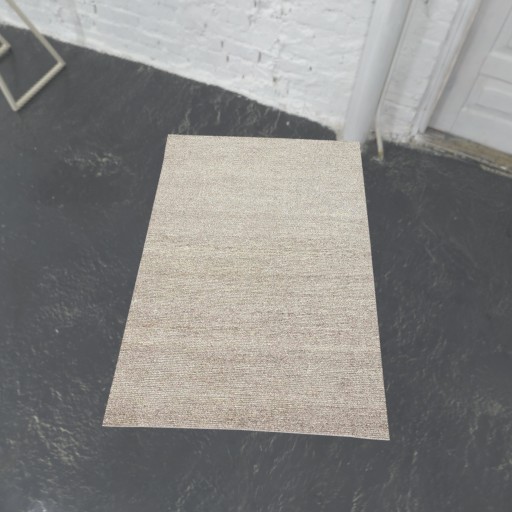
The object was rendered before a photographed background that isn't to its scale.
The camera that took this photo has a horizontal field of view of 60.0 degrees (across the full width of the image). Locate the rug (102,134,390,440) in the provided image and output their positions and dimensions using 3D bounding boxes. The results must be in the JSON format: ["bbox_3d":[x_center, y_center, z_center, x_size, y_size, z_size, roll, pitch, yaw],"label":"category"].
[{"bbox_3d":[0.000,0.000,3.085,1.609,0.030,2.342,3,58,2],"label":"rug"}]
